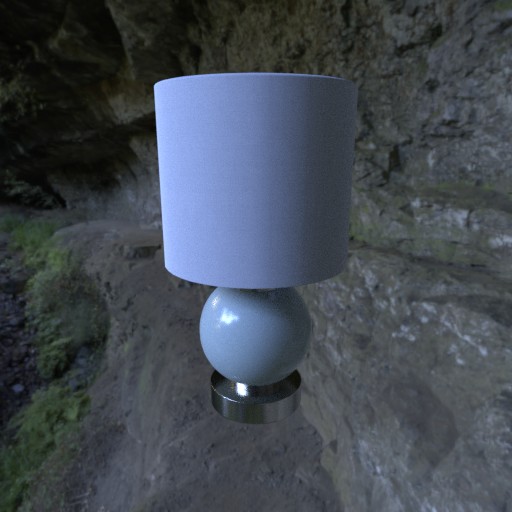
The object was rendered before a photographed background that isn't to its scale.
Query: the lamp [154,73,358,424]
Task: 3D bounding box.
[{"bbox_3d":[0.000,0.000,0.492,0.201,0.353,0.201,2,15,9],"label":"lamp"}]
